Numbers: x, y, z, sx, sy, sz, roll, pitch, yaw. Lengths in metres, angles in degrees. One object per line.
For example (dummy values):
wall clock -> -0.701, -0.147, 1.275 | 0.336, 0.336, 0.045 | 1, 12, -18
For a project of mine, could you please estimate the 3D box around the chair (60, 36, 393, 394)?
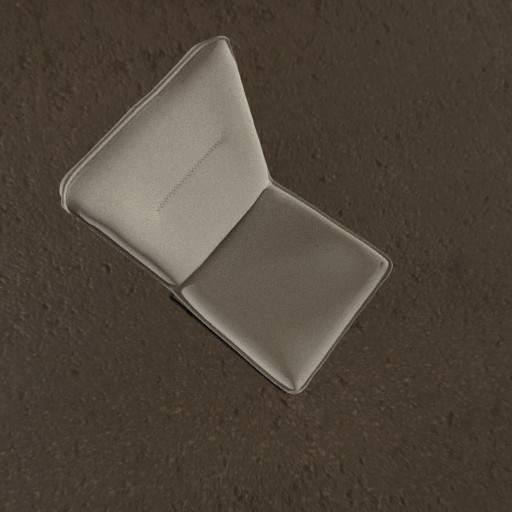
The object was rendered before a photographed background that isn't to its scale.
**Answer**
chair -> 0.000, 0.000, 1.313 | 0.688, 0.930, 0.515 | 38, 78, 9
